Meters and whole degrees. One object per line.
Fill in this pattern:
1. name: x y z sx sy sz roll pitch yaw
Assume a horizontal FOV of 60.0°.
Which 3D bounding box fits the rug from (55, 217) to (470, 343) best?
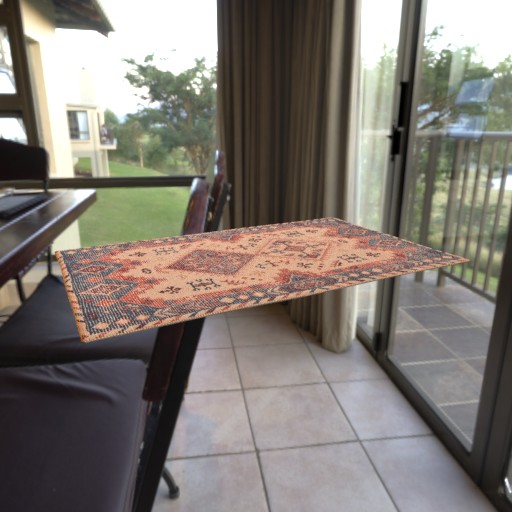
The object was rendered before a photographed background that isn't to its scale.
1. rug: 0.000 0.000 3.071 2.464 0.023 1.521 -9 19 -26
